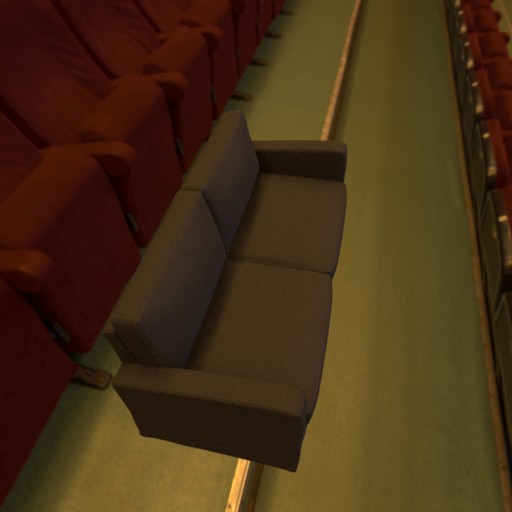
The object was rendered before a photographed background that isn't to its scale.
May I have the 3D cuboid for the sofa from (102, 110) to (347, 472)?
[{"bbox_3d":[0.000,0.000,2.427,0.898,0.839,1.852,10,48,9],"label":"sofa"}]
